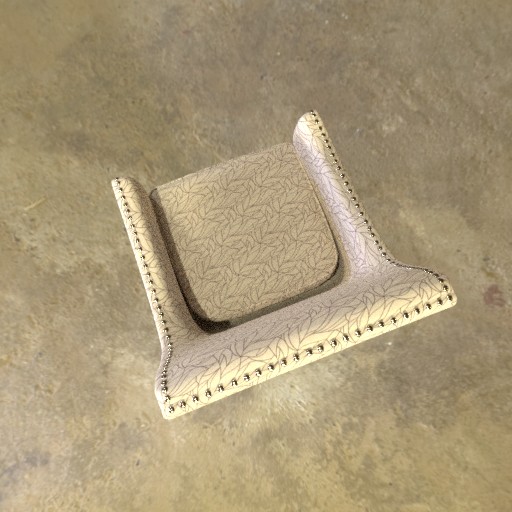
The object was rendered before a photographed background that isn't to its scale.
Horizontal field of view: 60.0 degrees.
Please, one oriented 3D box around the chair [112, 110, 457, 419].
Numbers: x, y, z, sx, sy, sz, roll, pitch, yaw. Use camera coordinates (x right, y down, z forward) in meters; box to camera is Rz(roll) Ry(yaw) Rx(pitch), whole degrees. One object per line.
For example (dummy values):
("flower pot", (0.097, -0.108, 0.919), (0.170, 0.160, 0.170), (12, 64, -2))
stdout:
("chair", (0.000, 0.000, 1.285), (0.623, 0.816, 0.651), (-20, 76, -5))
